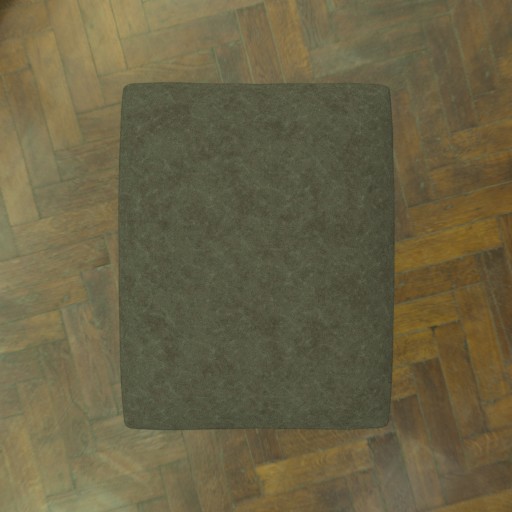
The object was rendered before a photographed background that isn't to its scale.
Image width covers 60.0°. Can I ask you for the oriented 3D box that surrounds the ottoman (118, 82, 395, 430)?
[{"bbox_3d":[0.000,0.000,1.114,0.584,0.513,0.741,0,91,0],"label":"ottoman"}]
